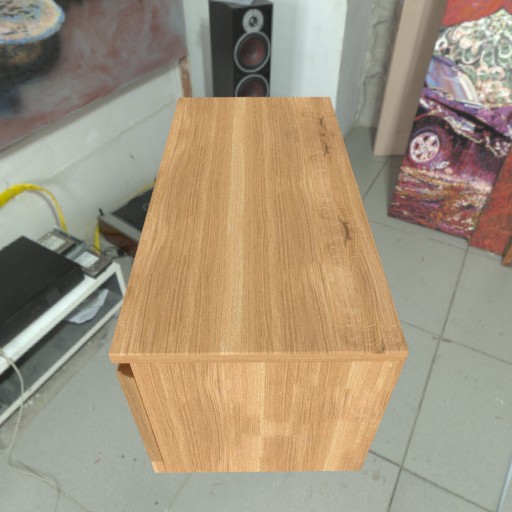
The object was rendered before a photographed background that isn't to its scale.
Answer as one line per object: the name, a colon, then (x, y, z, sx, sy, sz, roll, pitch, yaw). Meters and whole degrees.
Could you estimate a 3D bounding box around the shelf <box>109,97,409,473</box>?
shelf: (0.000, 0.000, 1.015, 0.400, 0.400, 0.800, 0, 43, 0)
